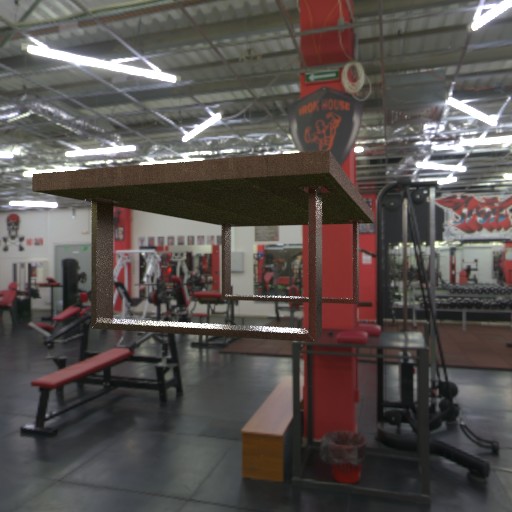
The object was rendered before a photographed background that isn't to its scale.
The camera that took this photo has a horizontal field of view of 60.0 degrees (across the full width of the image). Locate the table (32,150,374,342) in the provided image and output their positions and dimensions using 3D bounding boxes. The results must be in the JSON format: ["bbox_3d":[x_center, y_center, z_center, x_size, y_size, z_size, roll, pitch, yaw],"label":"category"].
[{"bbox_3d":[0.000,0.000,1.727,0.800,0.440,1.400,0,0,19],"label":"table"}]
